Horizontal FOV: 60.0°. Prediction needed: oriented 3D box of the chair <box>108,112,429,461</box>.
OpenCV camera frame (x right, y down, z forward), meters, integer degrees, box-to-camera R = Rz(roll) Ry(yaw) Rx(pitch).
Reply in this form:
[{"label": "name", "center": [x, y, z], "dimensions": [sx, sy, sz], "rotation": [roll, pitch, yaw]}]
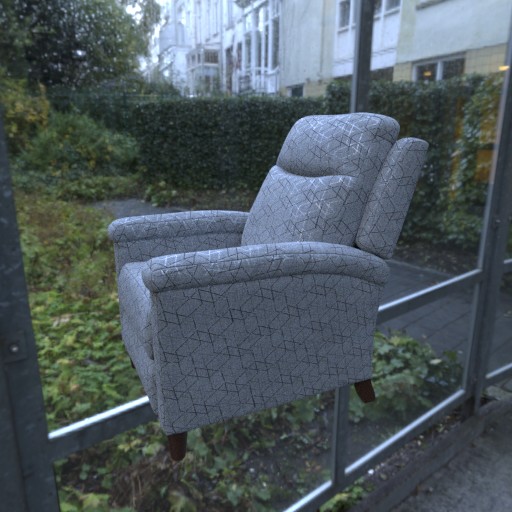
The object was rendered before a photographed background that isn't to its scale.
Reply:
[{"label": "chair", "center": [0.000, 0.000, 1.698], "dimensions": [0.987, 1.048, 0.753], "rotation": [-8, 18, -25]}]
